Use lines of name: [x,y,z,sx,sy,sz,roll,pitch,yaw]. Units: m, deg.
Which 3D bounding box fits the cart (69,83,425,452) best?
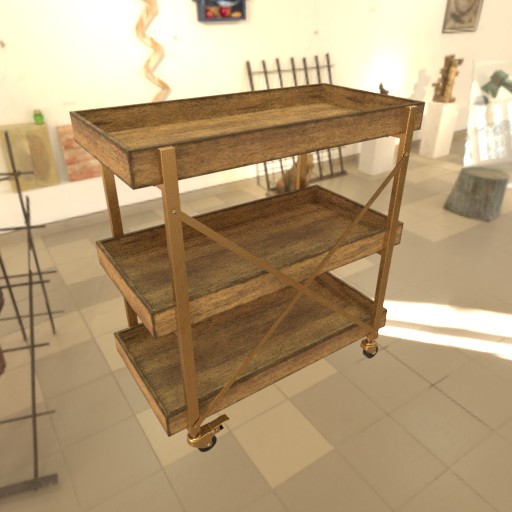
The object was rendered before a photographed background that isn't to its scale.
cart: [0.000,0.000,1.227,0.750,0.799,0.416,-18,34,-29]
